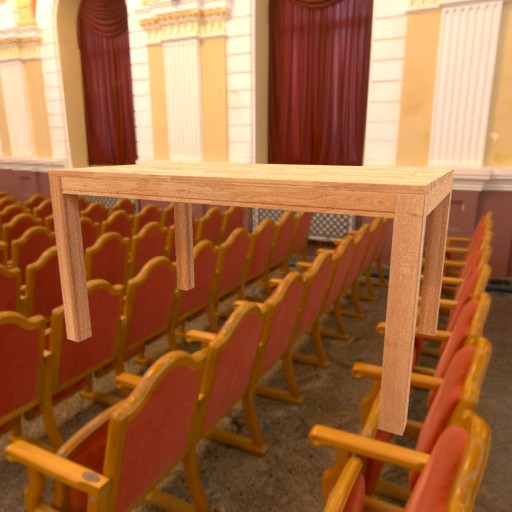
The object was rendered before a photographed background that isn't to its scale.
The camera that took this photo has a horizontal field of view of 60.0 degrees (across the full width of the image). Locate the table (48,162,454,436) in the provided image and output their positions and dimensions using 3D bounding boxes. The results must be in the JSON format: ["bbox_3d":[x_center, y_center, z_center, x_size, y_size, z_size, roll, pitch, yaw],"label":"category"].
[{"bbox_3d":[0.000,0.000,2.002,1.500,0.770,0.900,7,16,27],"label":"table"}]
